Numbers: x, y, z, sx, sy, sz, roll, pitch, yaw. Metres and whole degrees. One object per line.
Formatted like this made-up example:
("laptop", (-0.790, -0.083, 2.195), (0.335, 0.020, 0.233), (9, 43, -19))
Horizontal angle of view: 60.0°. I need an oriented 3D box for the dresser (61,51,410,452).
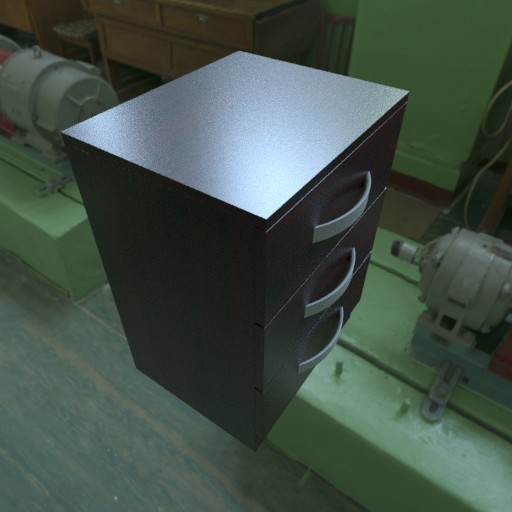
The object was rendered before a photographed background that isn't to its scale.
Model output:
("dresser", (0.000, 0.000, 0.827), (0.360, 0.560, 0.400), (25, 48, 25))
